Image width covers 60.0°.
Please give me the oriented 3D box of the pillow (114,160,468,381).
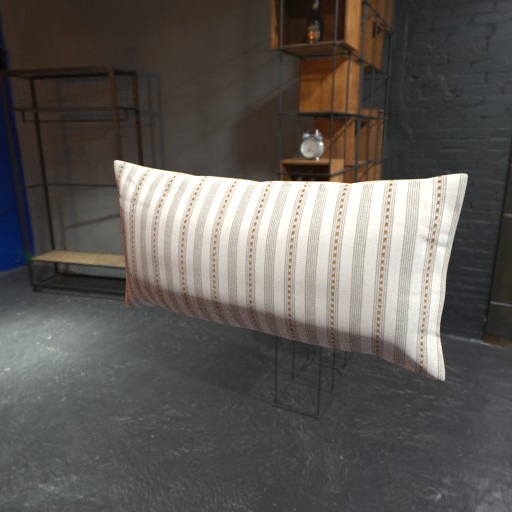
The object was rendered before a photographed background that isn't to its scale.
[{"bbox_3d":[0.000,0.000,0.729,0.608,0.291,0.151,8,17,27],"label":"pillow"}]
